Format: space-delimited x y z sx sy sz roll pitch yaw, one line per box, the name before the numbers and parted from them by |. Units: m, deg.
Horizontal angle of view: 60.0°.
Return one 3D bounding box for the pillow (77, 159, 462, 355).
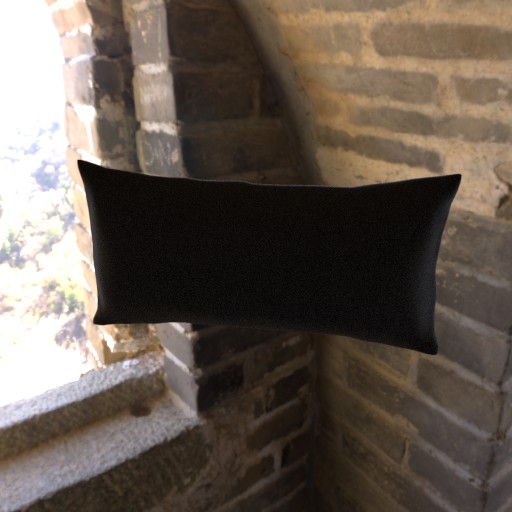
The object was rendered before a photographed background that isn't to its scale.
pillow | 0.000 0.000 0.736 0.609 0.305 0.151 3 18 9
